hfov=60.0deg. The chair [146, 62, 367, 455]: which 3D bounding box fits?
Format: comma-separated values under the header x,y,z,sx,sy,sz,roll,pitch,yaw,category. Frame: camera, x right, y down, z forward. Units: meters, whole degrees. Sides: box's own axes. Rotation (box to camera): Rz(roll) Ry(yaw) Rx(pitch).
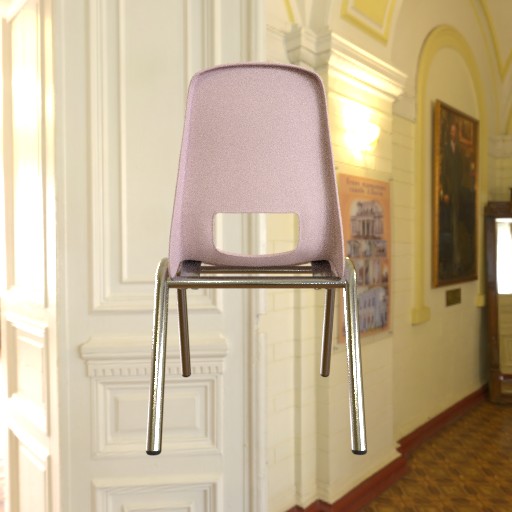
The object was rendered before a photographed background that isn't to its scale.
x,y,z,sx,sy,sz,roll,pitch,yaw,category
0.000,0.000,0.855,0.354,0.586,0.423,0,1,0,chair
